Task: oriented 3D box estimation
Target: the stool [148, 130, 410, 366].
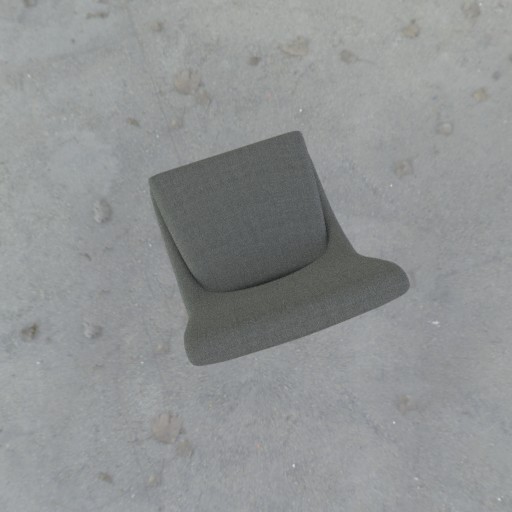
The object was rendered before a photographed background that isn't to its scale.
[{"bbox_3d":[0.000,0.000,1.261,0.447,0.977,0.524,-19,78,-4],"label":"stool"}]
